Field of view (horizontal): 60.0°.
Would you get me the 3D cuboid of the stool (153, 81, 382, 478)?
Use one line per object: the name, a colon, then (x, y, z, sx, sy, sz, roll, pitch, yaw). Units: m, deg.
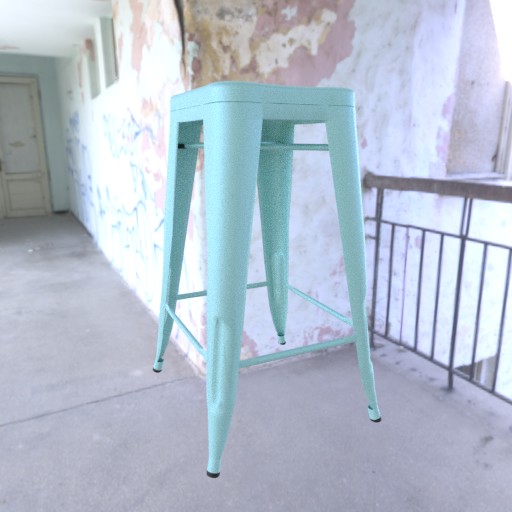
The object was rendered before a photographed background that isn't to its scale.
stool: (0.000, 0.000, 0.877, 0.359, 0.609, 0.399, -7, 16, -25)
